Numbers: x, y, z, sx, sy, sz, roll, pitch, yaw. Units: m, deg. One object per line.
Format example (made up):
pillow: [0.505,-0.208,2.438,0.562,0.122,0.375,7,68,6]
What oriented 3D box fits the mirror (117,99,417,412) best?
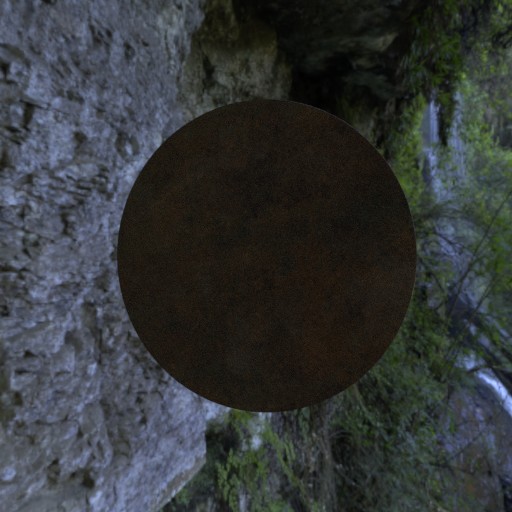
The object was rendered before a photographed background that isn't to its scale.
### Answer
mirror: [0.000,0.000,0.860,0.585,0.585,0.061,0,0,17]
